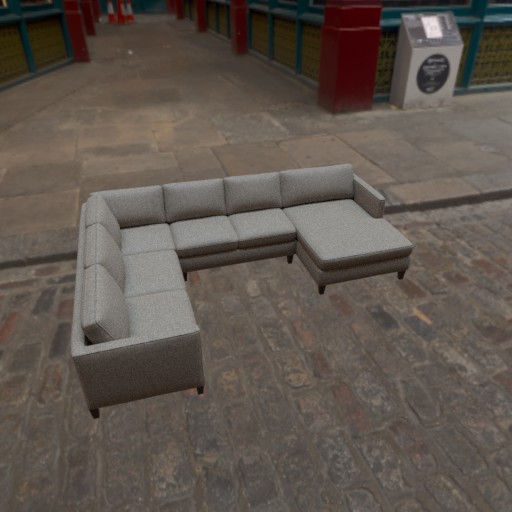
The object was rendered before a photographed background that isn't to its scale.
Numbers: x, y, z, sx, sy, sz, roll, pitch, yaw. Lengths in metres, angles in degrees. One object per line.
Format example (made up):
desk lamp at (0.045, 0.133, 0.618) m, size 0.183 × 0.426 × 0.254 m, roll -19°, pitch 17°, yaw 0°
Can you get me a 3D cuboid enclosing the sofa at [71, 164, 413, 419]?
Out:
sofa at (0.000, 0.000, 4.554) m, size 3.403 × 0.889 × 2.551 m, roll -9°, pitch 34°, yaw -14°
